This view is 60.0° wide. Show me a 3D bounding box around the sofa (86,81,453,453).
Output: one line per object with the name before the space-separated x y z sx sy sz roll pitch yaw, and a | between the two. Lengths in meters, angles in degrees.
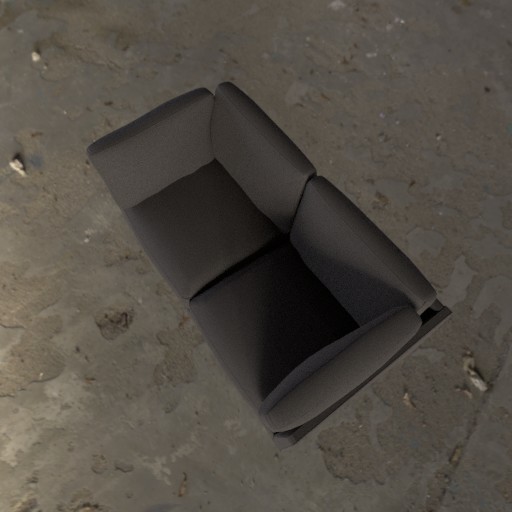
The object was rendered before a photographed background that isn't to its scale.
sofa | 0.000 0.000 2.380 0.969 0.920 1.751 -32 66 -16
